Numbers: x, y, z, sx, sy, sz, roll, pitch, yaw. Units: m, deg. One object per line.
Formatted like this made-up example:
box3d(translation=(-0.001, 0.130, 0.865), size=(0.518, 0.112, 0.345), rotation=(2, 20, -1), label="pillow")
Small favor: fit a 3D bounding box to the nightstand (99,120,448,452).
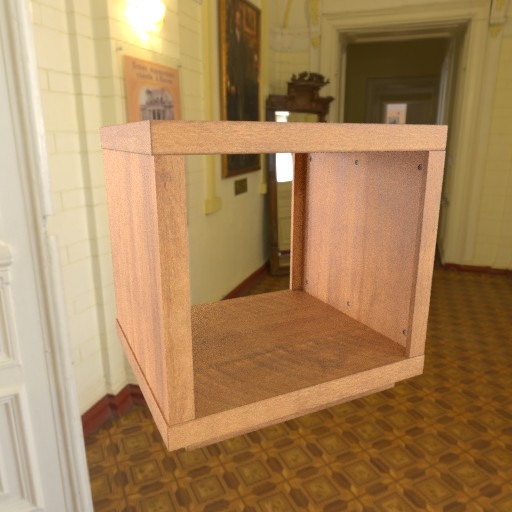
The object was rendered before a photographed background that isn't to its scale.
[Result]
box3d(translation=(0.000, 0.000, 0.873), size=(0.493, 0.491, 0.436), rotation=(-7, 16, -25), label="nightstand")
